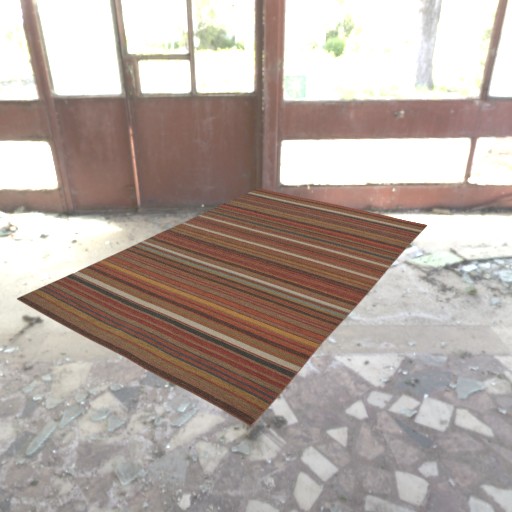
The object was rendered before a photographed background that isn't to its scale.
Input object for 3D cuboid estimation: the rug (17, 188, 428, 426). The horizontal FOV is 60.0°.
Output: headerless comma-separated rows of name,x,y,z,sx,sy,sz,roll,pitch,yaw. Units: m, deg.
rug,0.000,0.000,2.251,1.217,0.007,1.828,17,31,30
